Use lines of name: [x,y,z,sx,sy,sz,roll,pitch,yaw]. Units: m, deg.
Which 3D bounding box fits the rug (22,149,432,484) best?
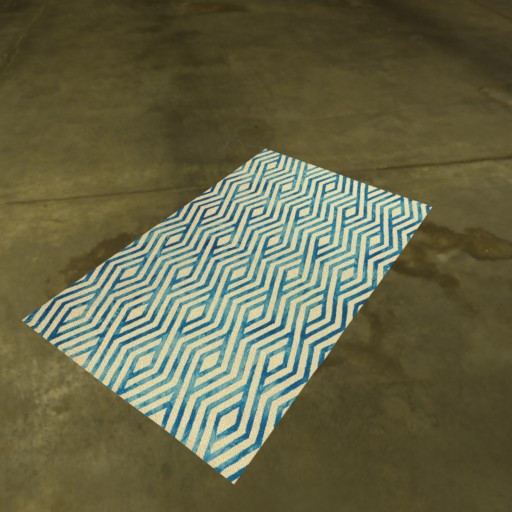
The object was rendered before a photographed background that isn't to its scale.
rug: [0.000,0.000,2.927,1.531,0.008,2.439,26,48,26]
